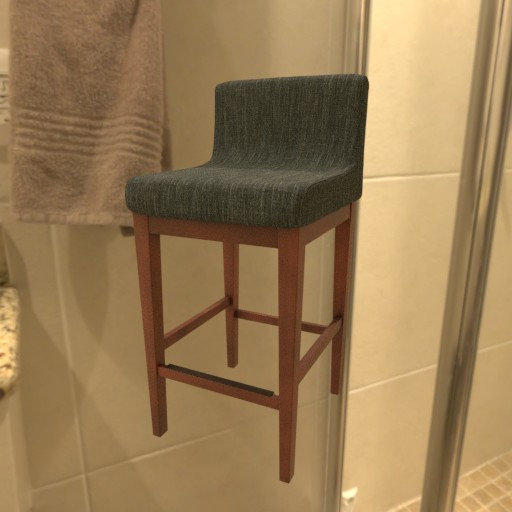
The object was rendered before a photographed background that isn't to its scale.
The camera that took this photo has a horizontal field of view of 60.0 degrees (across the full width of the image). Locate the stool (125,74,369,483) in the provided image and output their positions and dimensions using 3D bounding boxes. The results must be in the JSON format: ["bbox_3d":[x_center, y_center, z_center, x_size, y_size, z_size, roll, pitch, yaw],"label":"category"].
[{"bbox_3d":[0.000,0.000,1.057,0.395,0.835,0.459,7,17,25],"label":"stool"}]
